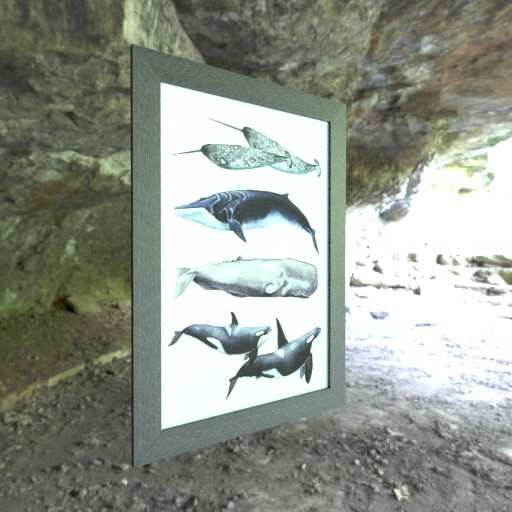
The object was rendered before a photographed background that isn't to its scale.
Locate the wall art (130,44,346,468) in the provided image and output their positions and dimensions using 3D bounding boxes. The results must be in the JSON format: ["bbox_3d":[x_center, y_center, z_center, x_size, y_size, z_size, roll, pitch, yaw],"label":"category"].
[{"bbox_3d":[0.000,0.000,1.411,0.810,1.116,0.016,0,1,-36],"label":"wall art"}]
